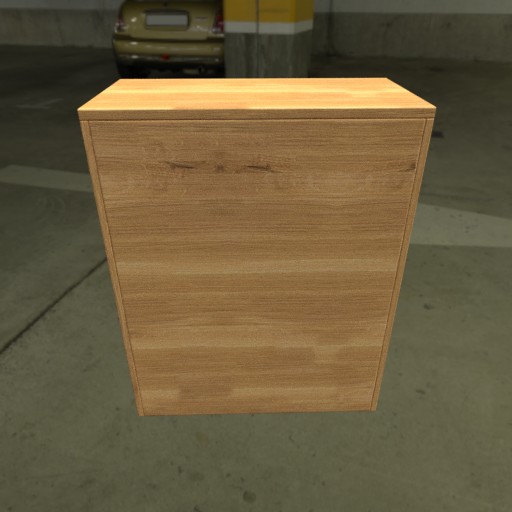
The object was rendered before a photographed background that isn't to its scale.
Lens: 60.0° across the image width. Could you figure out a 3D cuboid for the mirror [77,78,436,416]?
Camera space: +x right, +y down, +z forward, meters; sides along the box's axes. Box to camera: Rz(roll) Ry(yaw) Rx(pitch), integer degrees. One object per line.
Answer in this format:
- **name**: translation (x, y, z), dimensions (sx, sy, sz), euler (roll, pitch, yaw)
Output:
- **mirror**: translation (0.000, 0.000, 1.412), dimensions (0.800, 1.000, 0.400), euler (-1, 31, -1)
